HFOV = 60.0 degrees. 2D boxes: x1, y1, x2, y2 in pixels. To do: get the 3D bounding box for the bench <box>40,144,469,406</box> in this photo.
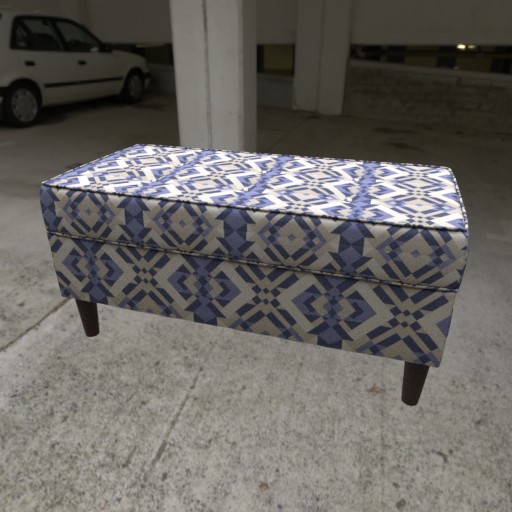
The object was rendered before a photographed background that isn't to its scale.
[{"bbox_3d":[0.000,0.000,1.265,1.016,0.477,0.492,8,28,16],"label":"bench"}]
